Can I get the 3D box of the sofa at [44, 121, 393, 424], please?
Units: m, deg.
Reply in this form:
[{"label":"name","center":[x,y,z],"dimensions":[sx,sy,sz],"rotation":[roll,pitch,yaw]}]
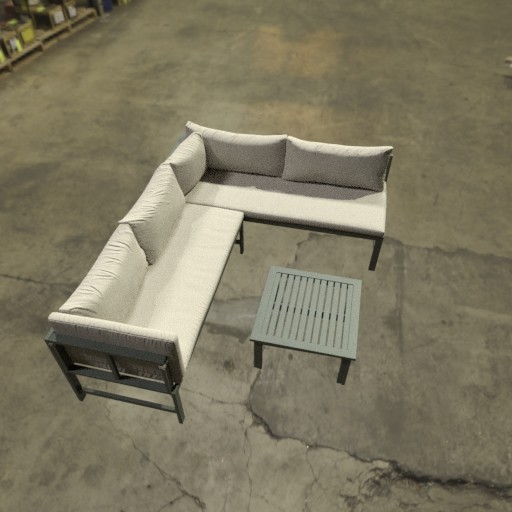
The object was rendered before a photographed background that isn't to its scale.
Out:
[{"label":"sofa","center":[0.000,0.000,2.929],"dimensions":[1.658,0.758,2.096],"rotation":[9,45,9]}]
